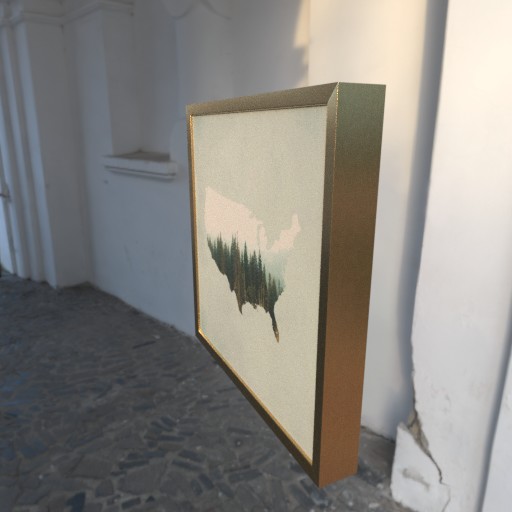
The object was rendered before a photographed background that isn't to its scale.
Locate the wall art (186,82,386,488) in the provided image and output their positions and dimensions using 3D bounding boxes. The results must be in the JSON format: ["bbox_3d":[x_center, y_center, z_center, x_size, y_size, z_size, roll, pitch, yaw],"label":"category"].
[{"bbox_3d":[0.000,0.000,0.452,0.038,0.304,0.304,-8,18,-25],"label":"wall art"}]
